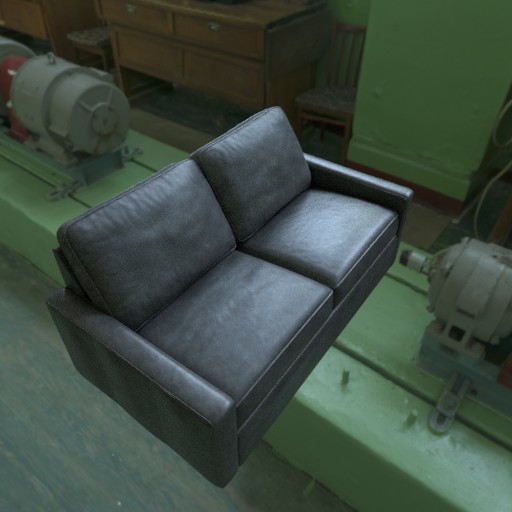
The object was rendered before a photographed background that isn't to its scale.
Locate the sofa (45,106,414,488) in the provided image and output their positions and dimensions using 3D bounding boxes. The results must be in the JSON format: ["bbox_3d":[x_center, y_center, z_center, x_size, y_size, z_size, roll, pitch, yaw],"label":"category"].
[{"bbox_3d":[0.000,0.000,2.216,0.939,0.916,1.732,26,48,26],"label":"sofa"}]
